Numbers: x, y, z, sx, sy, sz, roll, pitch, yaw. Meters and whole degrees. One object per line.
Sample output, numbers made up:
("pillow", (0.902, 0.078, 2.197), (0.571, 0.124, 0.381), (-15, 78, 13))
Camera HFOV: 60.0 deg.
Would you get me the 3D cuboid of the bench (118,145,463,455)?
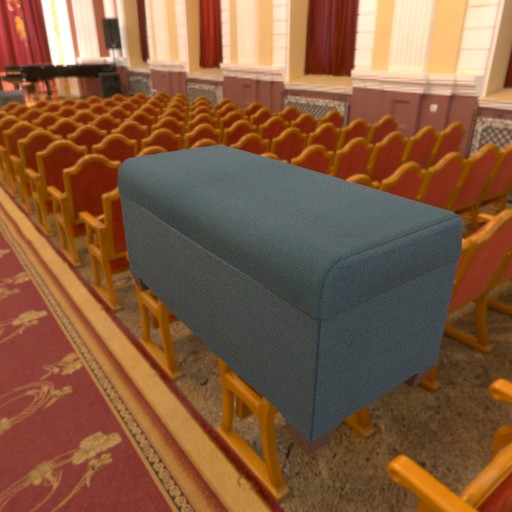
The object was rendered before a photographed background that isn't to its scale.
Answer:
("bench", (0.000, 0.000, 1.294), (0.476, 0.474, 0.995), (-17, 30, -32))
